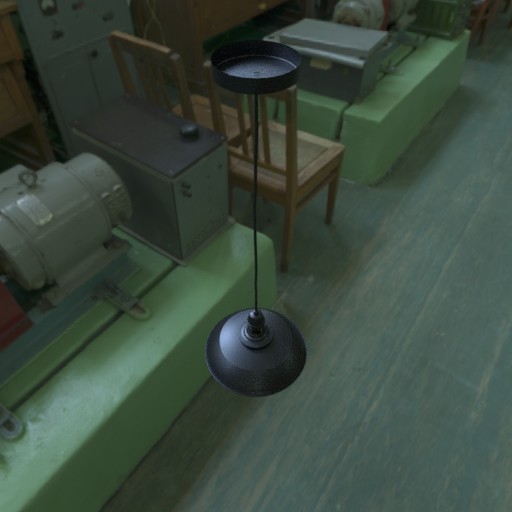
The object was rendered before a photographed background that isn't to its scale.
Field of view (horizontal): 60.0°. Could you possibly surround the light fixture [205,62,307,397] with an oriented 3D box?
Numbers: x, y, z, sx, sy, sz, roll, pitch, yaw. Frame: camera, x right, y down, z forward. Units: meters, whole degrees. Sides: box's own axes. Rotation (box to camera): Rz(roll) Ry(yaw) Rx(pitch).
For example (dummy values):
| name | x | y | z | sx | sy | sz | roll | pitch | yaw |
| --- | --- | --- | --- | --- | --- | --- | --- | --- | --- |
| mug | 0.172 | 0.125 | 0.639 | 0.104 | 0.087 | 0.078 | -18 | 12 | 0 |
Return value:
| name | x | y | z | sx | sy | sz | roll | pitch | yaw |
| --- | --- | --- | --- | --- | --- | --- | --- | --- | --- |
| light fixture | 0.000 | 0.000 | 1.125 | 0.331 | 0.993 | 0.331 | 25 | 52 | 22 |
